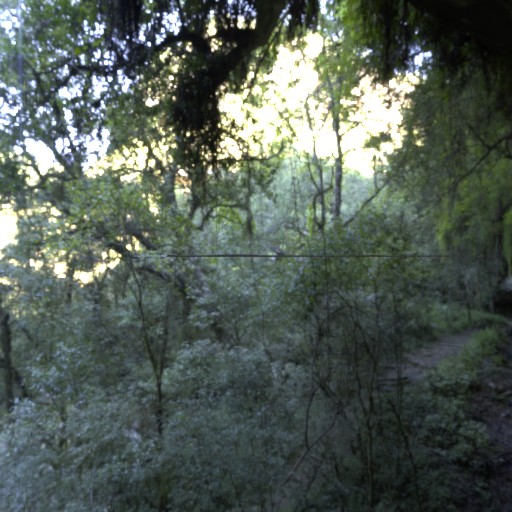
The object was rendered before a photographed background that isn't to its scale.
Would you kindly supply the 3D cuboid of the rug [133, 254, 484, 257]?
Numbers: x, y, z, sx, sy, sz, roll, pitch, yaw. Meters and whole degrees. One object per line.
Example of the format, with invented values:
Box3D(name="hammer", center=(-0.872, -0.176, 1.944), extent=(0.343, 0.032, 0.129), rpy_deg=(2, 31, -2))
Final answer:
Box3D(name="rug", center=(0.000, 0.000, 3.060), extent=(1.522, 0.012, 2.440), rpy_deg=(0, 0, -18))
